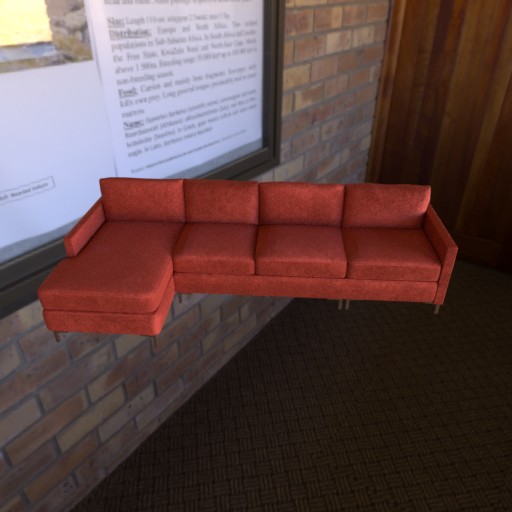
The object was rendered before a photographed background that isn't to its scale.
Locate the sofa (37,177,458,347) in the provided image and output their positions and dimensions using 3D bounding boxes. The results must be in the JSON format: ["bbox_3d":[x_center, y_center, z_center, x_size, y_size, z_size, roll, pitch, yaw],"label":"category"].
[{"bbox_3d":[0.000,0.000,4.025,3.400,0.967,1.500,2,32,3],"label":"sofa"}]
